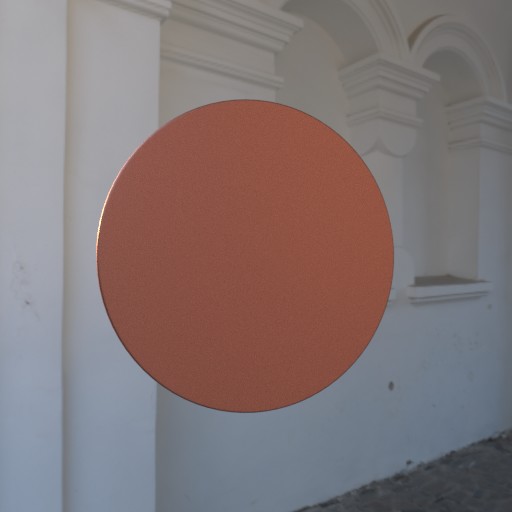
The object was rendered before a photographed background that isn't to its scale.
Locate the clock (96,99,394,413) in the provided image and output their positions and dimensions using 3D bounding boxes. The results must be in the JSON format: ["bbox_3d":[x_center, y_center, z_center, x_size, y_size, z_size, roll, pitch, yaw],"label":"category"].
[{"bbox_3d":[0.000,0.000,0.463,0.313,0.313,0.040,0,0,-19],"label":"clock"}]
